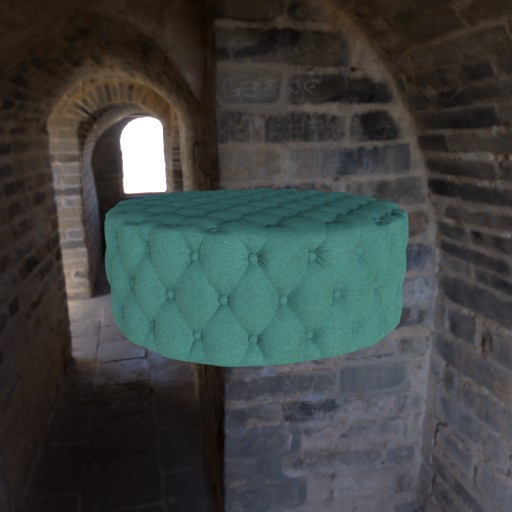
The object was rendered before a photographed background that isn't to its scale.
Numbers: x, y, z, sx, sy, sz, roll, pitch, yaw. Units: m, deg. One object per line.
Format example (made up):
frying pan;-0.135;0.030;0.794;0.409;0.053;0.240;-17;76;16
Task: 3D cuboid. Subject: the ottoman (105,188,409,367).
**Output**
ottoman;0.000;0.000;1.539;0.998;0.399;0.998;0;14;0
